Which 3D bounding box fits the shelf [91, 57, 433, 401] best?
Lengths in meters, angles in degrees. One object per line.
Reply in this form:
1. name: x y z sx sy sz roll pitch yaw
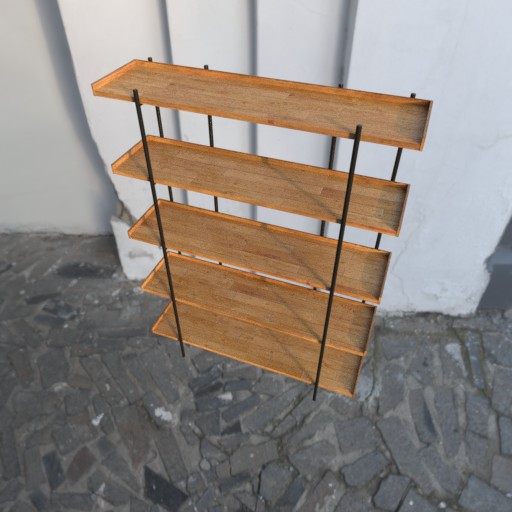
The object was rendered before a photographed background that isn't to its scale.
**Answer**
1. shelf: 0.000 0.000 2.415 1.371 1.826 0.379 14 44 15
